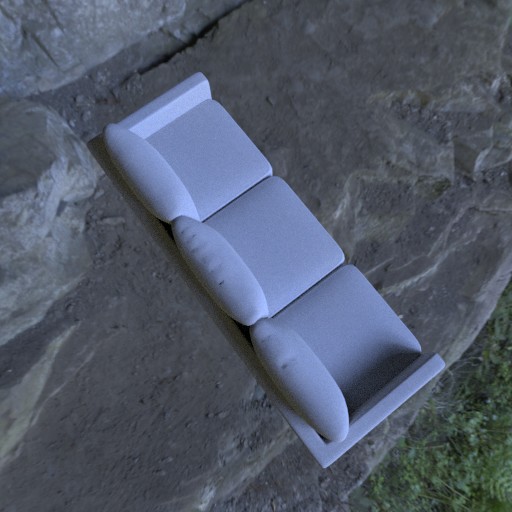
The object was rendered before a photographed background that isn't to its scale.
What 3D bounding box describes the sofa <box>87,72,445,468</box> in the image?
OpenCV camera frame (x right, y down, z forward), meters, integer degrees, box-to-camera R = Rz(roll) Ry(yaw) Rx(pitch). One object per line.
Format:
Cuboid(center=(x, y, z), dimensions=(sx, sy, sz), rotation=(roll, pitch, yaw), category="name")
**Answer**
Cuboid(center=(0.000, 0.000, 2.657), dimensions=(0.859, 0.874, 2.218), rotation=(-36, 78, -9), category="sofa")
